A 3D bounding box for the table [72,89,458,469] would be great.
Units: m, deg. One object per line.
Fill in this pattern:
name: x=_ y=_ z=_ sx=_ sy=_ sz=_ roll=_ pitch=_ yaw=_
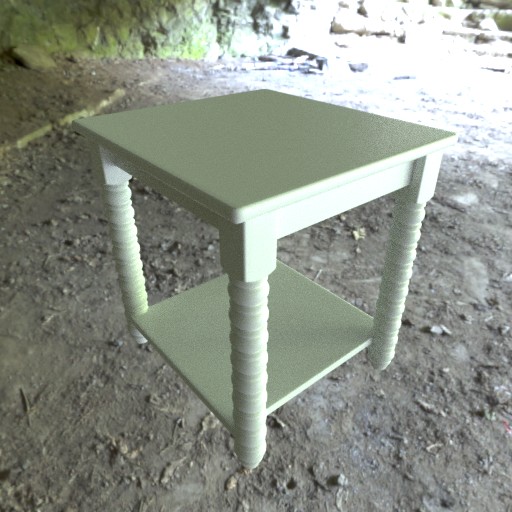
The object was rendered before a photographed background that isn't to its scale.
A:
table: x=0.000 y=0.000 z=0.967 sx=0.500 sy=0.563 sz=0.533 roll=-23 pitch=38 yaw=-33
